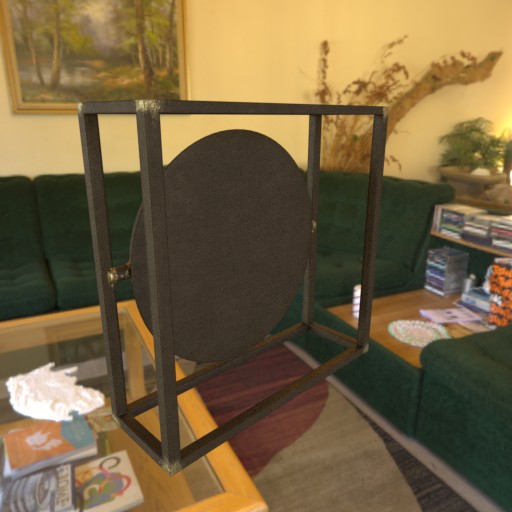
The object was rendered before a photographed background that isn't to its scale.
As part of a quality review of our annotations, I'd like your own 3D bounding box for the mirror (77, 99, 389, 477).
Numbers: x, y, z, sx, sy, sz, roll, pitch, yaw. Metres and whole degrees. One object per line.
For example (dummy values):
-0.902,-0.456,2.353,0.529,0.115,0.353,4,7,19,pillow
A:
0.000,0.000,0.469,0.306,0.303,0.107,-16,24,-42,mirror
